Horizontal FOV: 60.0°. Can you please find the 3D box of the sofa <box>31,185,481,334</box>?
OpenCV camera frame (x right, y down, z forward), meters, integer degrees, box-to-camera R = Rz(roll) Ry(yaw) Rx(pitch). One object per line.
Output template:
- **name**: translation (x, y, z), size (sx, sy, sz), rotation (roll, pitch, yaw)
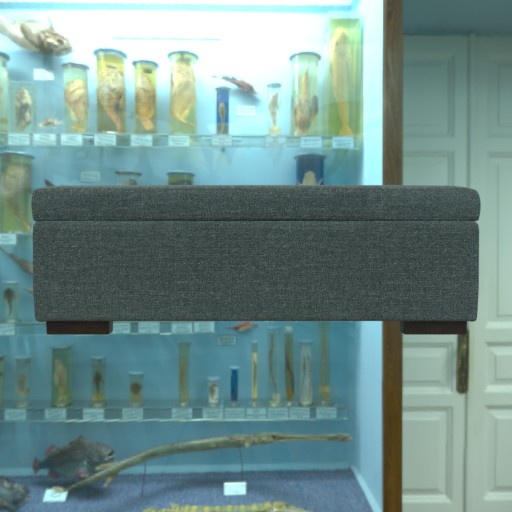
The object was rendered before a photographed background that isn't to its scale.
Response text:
- **sofa**: translation (0.000, 0.000, 1.565), size (1.198, 0.417, 0.782), rotation (0, 1, 0)
